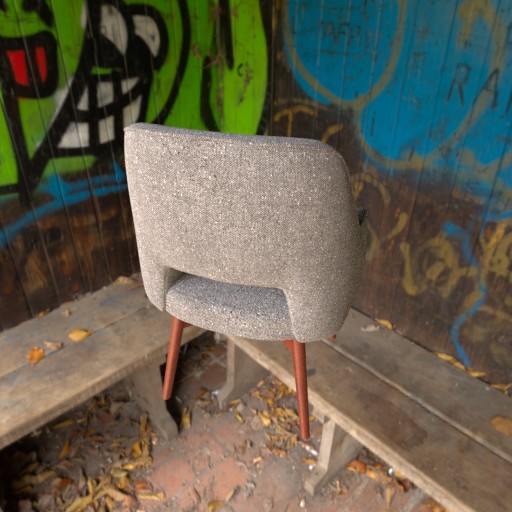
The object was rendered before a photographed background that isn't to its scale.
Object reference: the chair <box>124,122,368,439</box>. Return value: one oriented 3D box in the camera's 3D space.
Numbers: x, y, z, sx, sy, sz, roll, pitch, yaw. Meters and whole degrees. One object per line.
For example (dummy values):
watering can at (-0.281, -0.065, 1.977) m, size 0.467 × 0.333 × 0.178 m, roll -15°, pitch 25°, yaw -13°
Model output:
chair at (0.000, 0.000, 1.291) m, size 0.608 × 0.875 × 0.629 m, roll 10°, pitch 33°, yaw 16°
